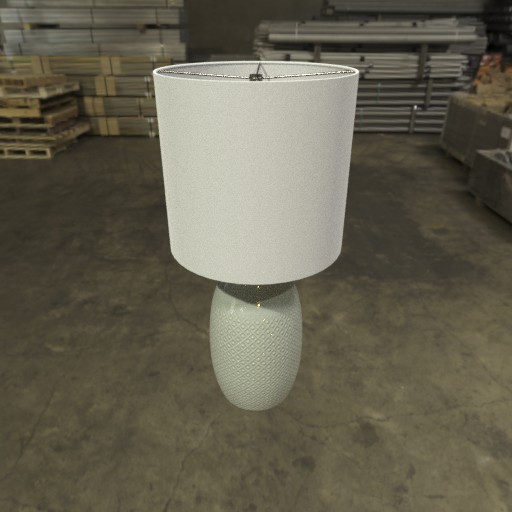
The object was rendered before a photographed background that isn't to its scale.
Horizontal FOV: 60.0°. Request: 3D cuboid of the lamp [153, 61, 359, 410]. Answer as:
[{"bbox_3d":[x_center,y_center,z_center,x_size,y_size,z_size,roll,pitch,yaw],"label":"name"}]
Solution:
[{"bbox_3d":[0.000,0.000,0.581,0.217,0.453,0.217,0,28,1],"label":"lamp"}]
